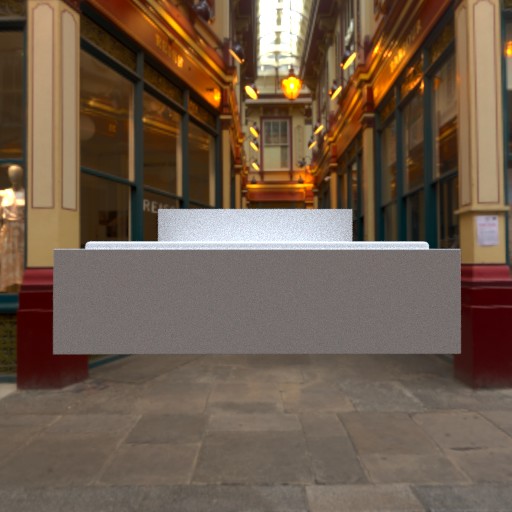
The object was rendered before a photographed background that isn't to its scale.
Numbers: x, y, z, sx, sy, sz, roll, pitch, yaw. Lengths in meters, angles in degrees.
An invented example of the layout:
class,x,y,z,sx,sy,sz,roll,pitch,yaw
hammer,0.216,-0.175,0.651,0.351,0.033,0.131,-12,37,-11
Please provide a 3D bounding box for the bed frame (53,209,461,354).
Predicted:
class,x,y,z,sx,sy,sz,roll,pitch,yaw
bed frame,0.000,0.000,2.745,1.622,0.800,1.960,0,-1,0
